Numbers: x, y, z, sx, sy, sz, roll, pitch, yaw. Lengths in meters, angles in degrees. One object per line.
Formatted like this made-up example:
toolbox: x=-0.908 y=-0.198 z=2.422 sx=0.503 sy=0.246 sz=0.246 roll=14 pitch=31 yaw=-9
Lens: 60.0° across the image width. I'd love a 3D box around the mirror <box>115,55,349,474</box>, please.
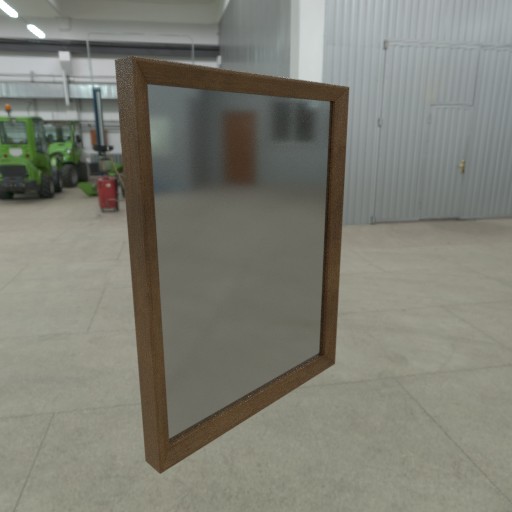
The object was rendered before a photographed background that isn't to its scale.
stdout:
mirror: x=0.000 y=0.000 z=0.672 sx=0.041 sy=0.509 sz=0.406 roll=14 pitch=21 yaw=42
